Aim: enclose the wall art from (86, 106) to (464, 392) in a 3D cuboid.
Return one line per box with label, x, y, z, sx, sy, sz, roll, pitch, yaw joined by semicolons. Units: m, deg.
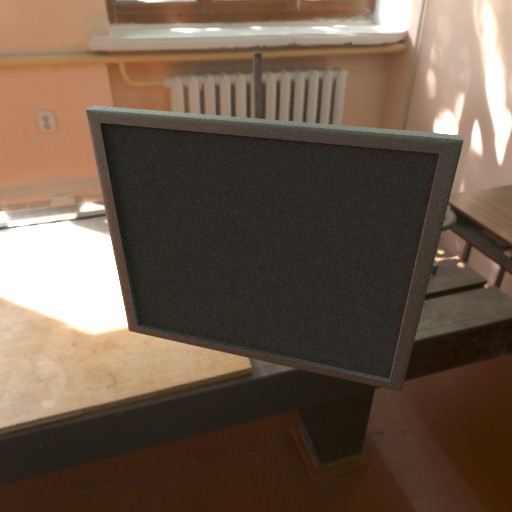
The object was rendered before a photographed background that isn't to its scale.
wall art;0.000;0.000;0.757;0.556;0.457;0.028;9;33;15
